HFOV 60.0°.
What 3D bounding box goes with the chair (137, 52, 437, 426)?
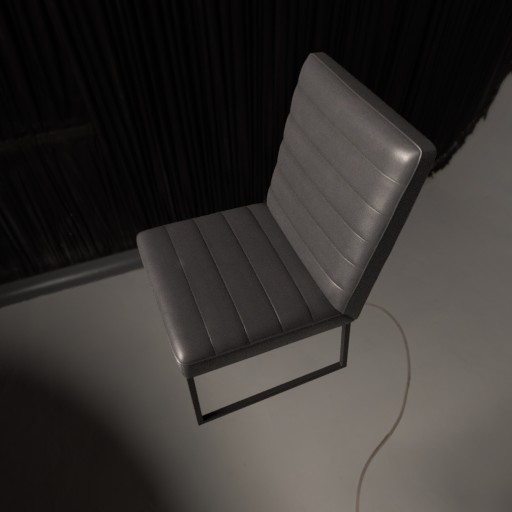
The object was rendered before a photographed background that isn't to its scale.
[{"bbox_3d":[0.000,0.000,1.320,0.634,0.930,0.520,-17,50,-15],"label":"chair"}]
